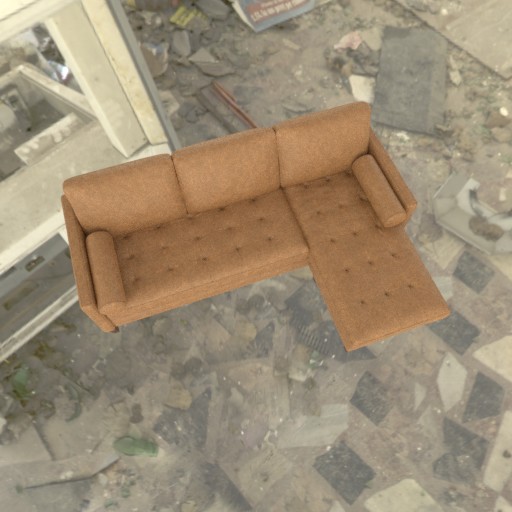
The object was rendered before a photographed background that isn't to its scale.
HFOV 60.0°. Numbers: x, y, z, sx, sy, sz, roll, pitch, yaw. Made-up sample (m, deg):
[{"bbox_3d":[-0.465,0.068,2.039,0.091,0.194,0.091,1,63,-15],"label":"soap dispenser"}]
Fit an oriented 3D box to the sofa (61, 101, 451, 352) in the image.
[{"bbox_3d":[0.000,0.000,2.857,2.178,0.876,1.506,-17,64,-9],"label":"sofa"}]
